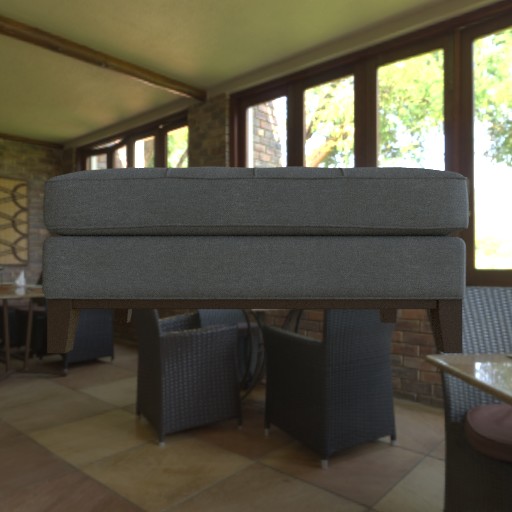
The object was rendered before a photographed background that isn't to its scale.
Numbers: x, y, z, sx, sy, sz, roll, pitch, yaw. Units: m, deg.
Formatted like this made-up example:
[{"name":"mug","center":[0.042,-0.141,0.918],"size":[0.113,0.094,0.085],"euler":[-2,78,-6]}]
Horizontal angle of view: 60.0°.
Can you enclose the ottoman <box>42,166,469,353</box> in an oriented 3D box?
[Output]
[{"name":"ottoman","center":[0.000,0.000,1.462],"size":[1.143,0.514,0.648],"euler":[0,0,0]}]
